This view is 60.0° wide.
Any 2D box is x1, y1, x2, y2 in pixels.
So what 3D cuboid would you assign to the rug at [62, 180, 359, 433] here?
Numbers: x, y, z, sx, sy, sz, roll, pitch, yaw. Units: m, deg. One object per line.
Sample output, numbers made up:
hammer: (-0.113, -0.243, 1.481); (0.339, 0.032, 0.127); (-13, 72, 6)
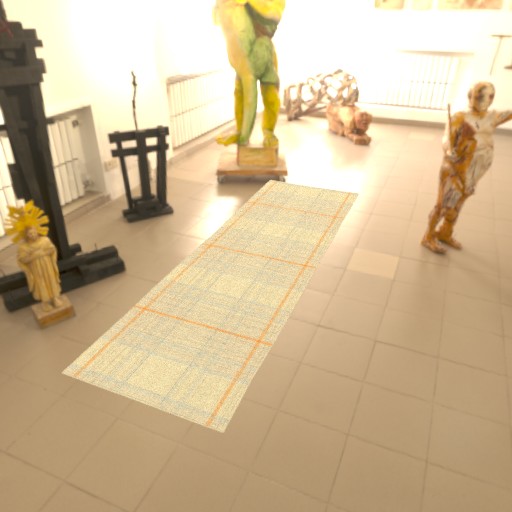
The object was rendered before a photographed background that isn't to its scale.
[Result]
rug: (0.000, 0.000, 2.722); (0.770, 0.016, 2.442); (12, 33, 20)
